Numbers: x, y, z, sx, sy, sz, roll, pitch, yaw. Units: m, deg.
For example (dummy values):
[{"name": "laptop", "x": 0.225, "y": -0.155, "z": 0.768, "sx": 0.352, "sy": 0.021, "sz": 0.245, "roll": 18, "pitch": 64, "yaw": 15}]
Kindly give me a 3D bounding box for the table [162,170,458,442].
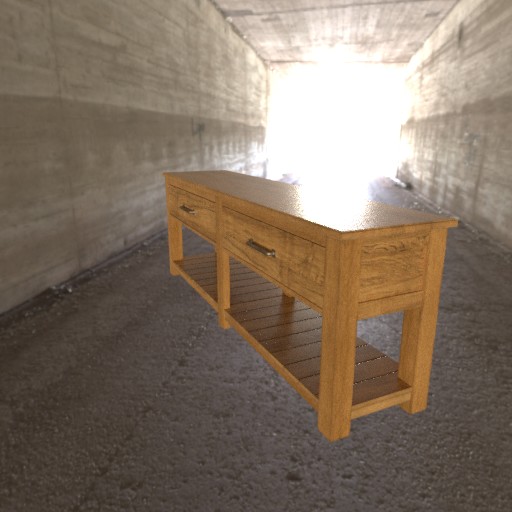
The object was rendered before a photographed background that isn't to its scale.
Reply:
[{"name": "table", "x": 0.000, "y": 0.000, "z": 2.063, "sx": 0.425, "sy": 0.635, "sz": 1.815, "roll": -7, "pitch": 17, "yaw": -24}]
